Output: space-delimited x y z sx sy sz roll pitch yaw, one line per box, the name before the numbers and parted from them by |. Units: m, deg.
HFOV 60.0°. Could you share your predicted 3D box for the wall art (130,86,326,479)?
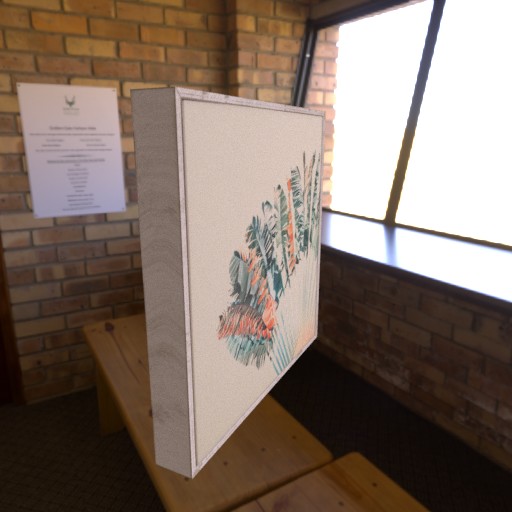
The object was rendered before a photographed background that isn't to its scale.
wall art | 0.000 0.000 0.465 0.038 0.303 0.305 7 17 26
